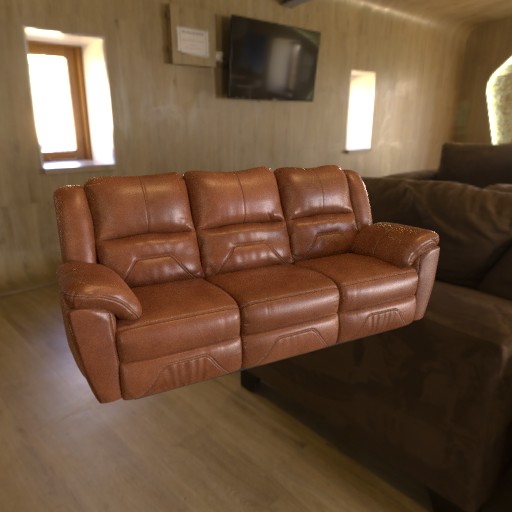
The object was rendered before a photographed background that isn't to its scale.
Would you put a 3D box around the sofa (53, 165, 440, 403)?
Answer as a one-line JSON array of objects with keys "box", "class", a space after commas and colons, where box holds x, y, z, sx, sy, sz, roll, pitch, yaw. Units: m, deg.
[{"box": [0.000, 0.000, 2.834, 2.337, 1.043, 0.991, -8, 19, -26], "class": "sofa"}]
